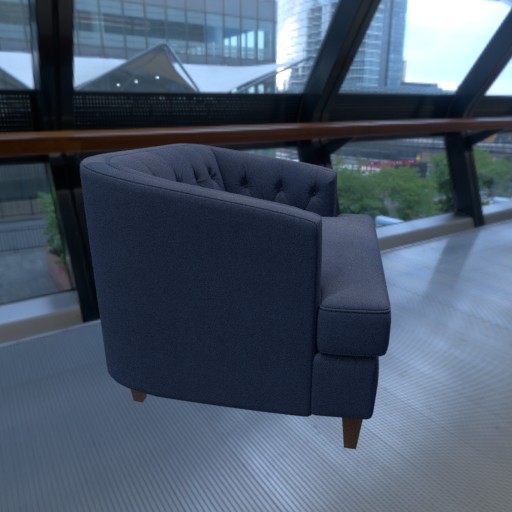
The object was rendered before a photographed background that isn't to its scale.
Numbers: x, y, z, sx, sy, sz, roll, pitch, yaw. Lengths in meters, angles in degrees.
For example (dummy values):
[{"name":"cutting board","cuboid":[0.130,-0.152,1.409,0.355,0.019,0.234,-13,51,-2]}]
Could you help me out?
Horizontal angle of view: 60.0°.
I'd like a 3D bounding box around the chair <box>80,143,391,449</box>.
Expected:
[{"name":"chair","cuboid":[0.000,0.000,1.687,0.914,0.787,1.118,4,18,11]}]
